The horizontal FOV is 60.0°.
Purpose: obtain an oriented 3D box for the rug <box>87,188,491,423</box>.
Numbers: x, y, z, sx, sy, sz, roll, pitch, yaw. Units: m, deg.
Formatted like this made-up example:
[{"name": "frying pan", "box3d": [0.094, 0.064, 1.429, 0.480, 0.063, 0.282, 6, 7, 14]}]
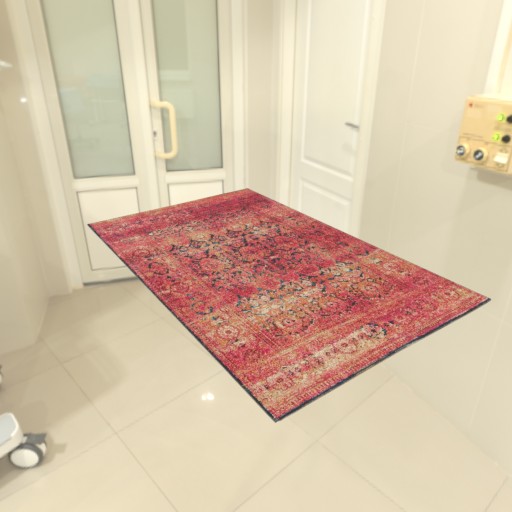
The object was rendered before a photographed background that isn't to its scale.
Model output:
[{"name": "rug", "box3d": [0.000, 0.000, 3.004, 1.539, 0.018, 2.449, -18, 32, -31]}]
